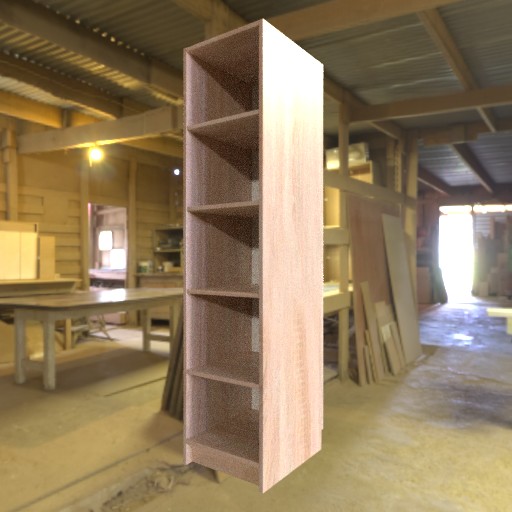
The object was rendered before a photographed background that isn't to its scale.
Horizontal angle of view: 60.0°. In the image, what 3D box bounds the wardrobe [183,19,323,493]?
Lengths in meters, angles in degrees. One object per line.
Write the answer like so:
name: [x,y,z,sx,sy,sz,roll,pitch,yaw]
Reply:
wardrobe: [0.000,0.000,2.357,0.496,2.117,0.588,0,0,36]
